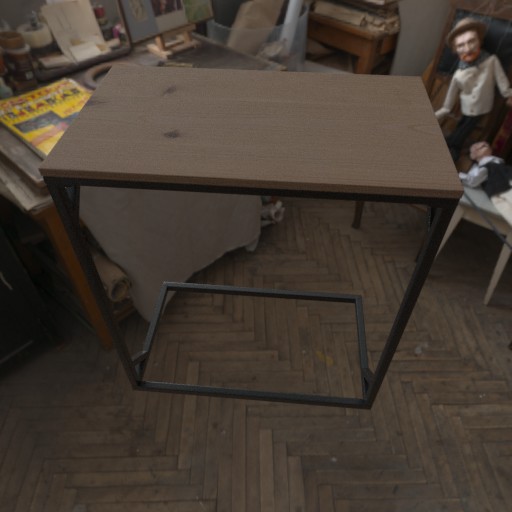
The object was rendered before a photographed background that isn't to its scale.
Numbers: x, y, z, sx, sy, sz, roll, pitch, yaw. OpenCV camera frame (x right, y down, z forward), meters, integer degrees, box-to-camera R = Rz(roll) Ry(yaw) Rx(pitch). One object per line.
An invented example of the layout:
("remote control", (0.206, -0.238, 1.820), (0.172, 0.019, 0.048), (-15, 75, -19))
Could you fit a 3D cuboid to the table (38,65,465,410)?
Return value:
("table", (0.000, 0.000, 0.980), (0.597, 0.673, 0.351), (4, 46, 3))
